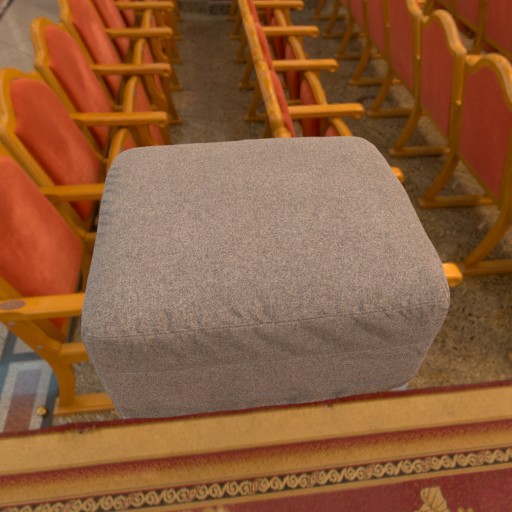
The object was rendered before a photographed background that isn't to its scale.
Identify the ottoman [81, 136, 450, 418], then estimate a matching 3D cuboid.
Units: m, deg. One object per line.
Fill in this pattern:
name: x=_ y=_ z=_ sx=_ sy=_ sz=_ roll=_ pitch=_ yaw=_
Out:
ottoman: x=0.000 y=0.000 z=1.243 sx=0.837 sy=0.481 sz=0.683 roll=-4 pitch=47 yaw=-4
